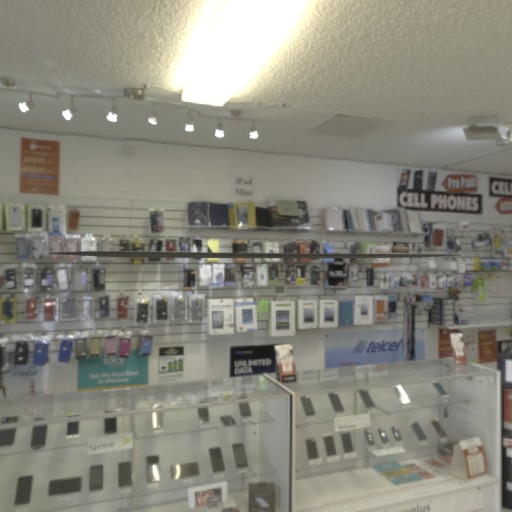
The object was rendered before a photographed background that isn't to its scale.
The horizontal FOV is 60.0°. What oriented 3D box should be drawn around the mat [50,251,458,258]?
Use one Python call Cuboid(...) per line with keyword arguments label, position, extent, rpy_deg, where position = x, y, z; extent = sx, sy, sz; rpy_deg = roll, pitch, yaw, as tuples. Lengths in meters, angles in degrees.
Cuboid(label="mat", position=(0.000, 0.000, 1.854), extent=(1.524, 0.013, 0.913), rpy_deg=(0, -1, -17))
